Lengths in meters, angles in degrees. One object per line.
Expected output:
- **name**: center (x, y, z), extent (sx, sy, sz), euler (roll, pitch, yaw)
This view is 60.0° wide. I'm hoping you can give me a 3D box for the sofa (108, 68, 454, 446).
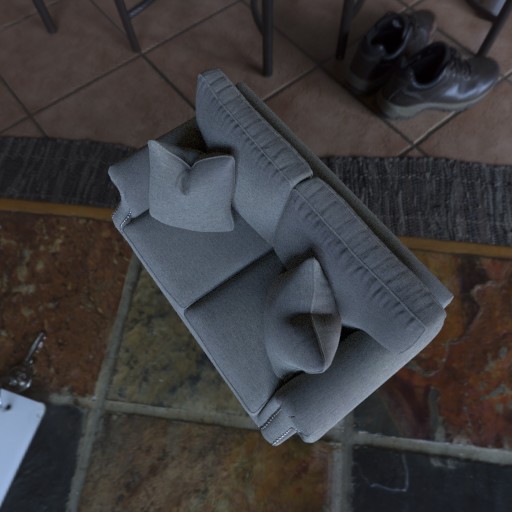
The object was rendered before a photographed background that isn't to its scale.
- **sofa**: center (0.000, 0.000, 2.268), extent (0.966, 0.966, 1.701), euler (-34, 70, -14)
